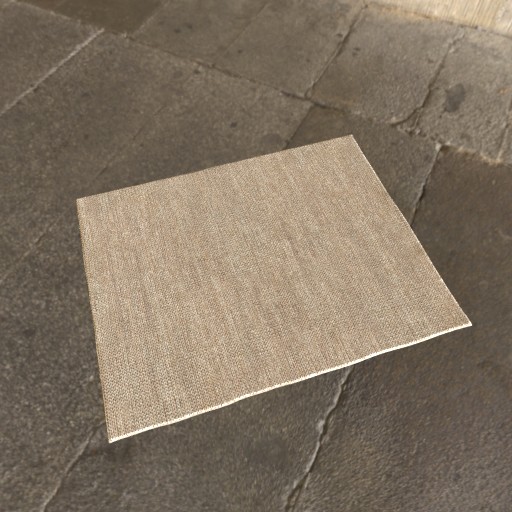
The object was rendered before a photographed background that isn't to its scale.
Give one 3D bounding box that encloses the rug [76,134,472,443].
[{"bbox_3d":[0.000,0.000,4.103,3.052,0.030,2.429,-15,59,-10],"label":"rug"}]
